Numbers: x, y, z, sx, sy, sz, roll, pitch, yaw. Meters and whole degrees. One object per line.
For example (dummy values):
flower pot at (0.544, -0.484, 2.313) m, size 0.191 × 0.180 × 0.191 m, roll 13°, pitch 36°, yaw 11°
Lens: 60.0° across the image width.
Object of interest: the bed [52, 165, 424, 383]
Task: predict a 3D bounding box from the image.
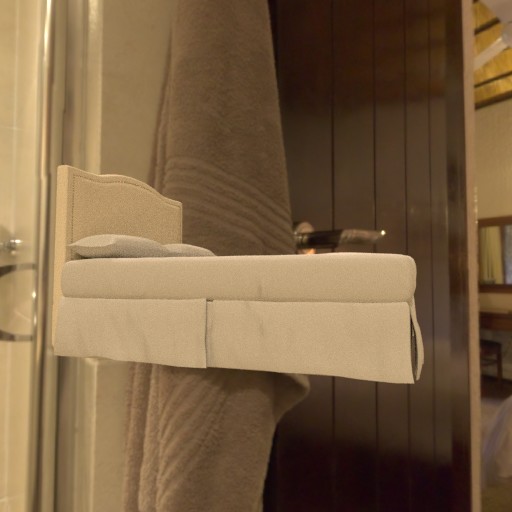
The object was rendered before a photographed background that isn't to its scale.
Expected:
bed at (0.000, 0.000, 3.559) m, size 2.477 × 1.437 × 1.977 m, roll -1°, pitch -3°, yaw 20°
